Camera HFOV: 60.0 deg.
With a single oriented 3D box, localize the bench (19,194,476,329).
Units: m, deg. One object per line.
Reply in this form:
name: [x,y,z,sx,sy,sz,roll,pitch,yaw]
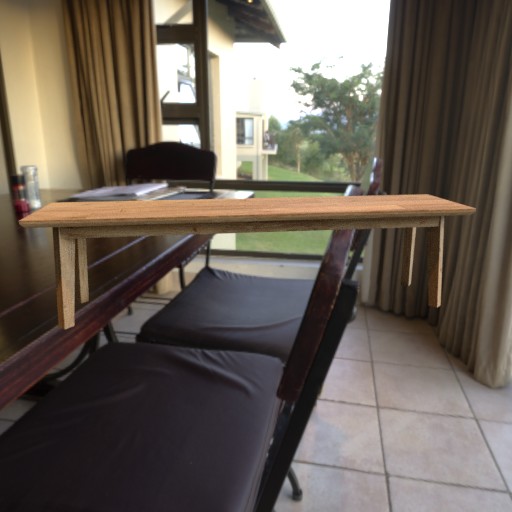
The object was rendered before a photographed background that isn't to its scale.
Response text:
bench: [0.000,0.000,1.871,1.698,0.431,0.378,-2,17,-8]
